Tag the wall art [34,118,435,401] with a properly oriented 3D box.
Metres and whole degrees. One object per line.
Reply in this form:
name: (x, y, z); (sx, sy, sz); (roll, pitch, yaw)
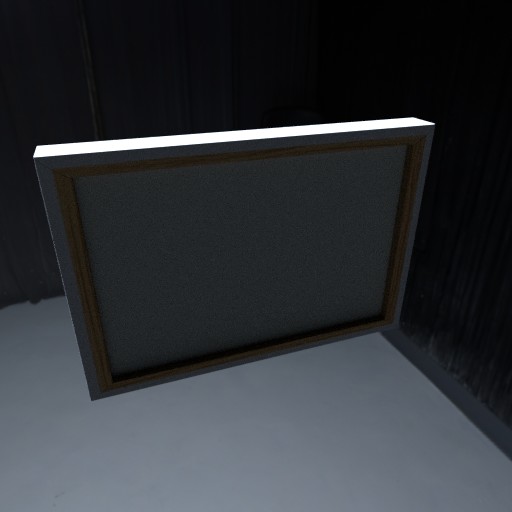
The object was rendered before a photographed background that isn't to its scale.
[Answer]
wall art: (0.000, 0.000, 0.477); (0.381, 0.259, 0.038); (-9, 29, -17)
